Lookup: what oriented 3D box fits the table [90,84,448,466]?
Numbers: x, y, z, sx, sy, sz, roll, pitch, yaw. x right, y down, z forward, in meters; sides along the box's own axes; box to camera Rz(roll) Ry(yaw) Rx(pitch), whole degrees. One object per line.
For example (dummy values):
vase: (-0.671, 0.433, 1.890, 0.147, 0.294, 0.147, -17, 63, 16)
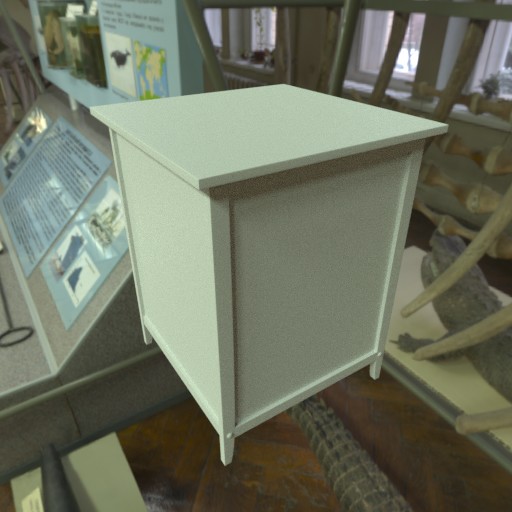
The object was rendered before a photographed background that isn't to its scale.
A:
table: (0.000, 0.000, 0.775, 0.381, 0.483, 0.381, -18, 35, -28)
